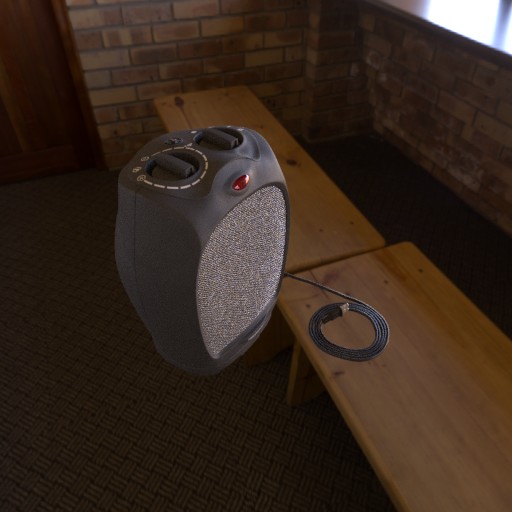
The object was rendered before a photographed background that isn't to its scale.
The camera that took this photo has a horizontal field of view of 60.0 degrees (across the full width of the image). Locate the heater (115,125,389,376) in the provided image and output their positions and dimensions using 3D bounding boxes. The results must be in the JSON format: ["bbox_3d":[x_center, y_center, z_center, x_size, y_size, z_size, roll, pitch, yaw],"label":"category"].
[{"bbox_3d":[0.000,0.000,0.481,0.291,0.255,0.239,27,49,26],"label":"heater"}]
